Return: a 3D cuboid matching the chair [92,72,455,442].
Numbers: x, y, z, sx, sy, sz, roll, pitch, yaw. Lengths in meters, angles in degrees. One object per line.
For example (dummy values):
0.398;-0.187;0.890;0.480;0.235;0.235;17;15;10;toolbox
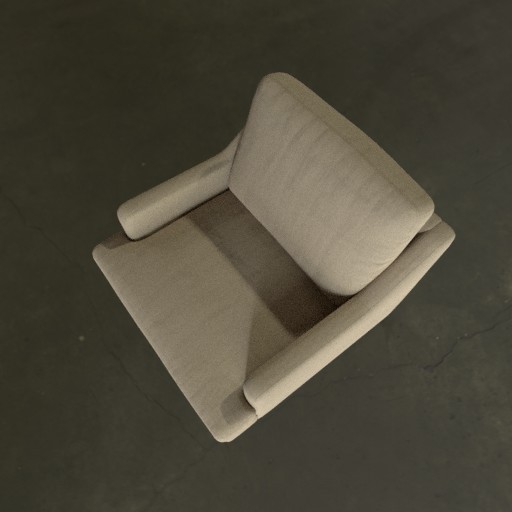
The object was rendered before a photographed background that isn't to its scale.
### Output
0.000;0.000;1.691;1.001;0.916;0.912;-34;68;-16;chair
